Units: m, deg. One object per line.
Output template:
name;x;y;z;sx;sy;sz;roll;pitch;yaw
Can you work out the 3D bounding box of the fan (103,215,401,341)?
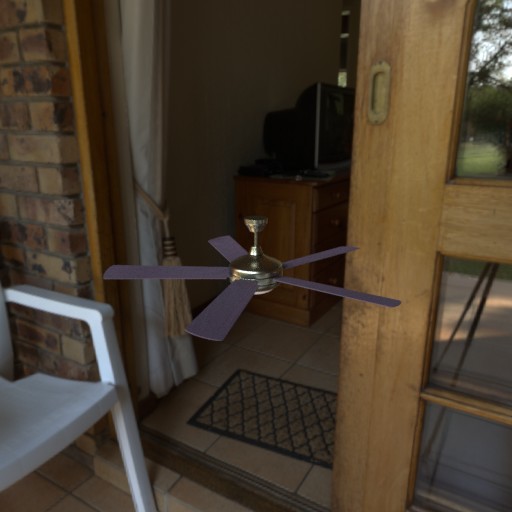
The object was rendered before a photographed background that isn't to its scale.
fan;0.000;0.000;2.038;1.321;0.356;1.321;8;18;24
